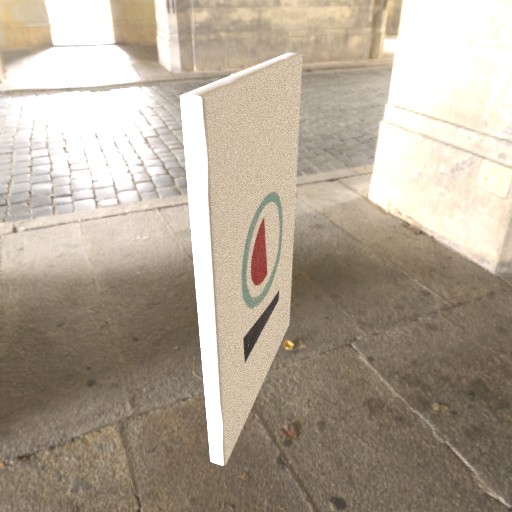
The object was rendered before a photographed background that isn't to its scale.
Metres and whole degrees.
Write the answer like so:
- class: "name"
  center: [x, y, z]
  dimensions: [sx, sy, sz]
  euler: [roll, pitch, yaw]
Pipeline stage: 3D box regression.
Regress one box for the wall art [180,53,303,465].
- class: "wall art"
  center: [0.000, 0.000, 1.147]
  dimensions: [0.048, 0.902, 0.602]
  euler: [10, 32, 17]
